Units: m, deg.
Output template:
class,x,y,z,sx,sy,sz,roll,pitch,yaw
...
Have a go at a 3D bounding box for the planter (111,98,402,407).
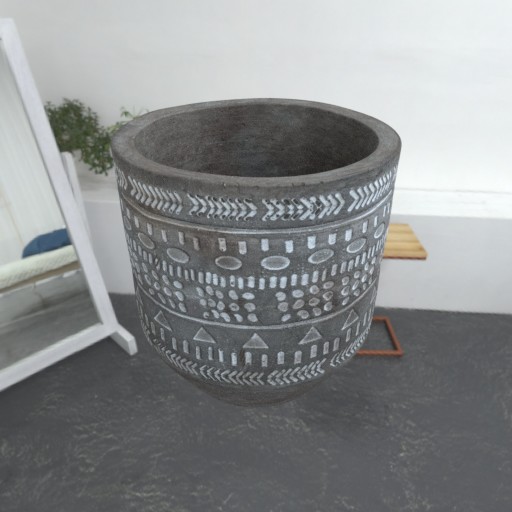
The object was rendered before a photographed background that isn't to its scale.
class,x,y,z,sx,sy,sz,roll,pitch,yaw
planter,0.000,0.000,0.261,0.142,0.149,0.142,0,32,0
